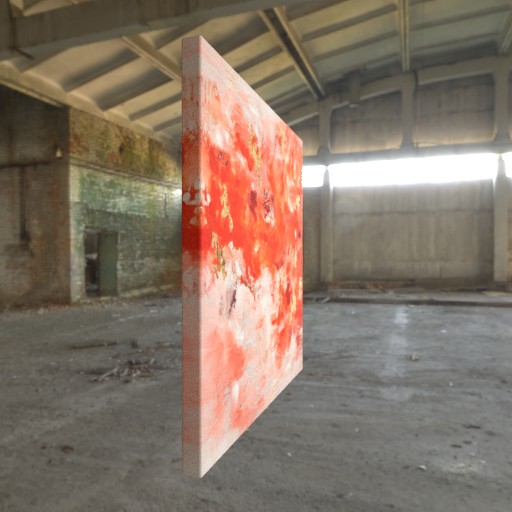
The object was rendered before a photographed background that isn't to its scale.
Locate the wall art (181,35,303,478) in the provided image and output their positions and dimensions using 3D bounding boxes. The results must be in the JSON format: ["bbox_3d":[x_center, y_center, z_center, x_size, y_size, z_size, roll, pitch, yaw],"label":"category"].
[{"bbox_3d":[0.000,0.000,1.105,0.064,0.746,0.747,0,0,19],"label":"wall art"}]
